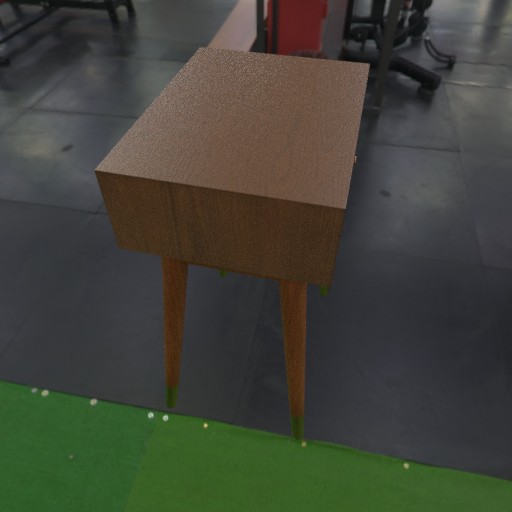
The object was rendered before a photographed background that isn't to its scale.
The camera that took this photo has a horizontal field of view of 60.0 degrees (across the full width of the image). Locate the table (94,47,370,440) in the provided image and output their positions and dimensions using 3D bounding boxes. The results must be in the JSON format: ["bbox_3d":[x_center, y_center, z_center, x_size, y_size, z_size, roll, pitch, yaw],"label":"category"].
[{"bbox_3d":[0.000,0.000,0.839,0.300,0.599,0.406,10,47,10],"label":"table"}]
